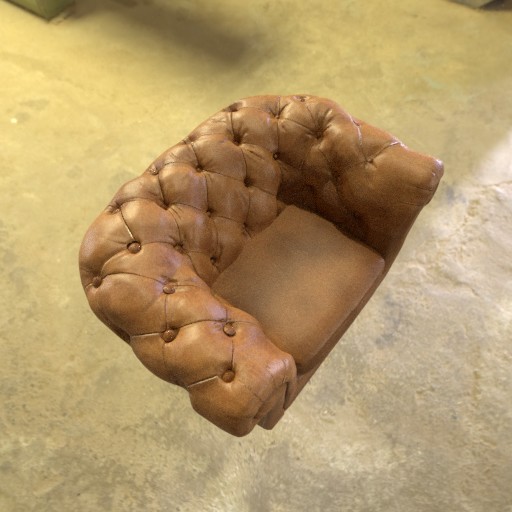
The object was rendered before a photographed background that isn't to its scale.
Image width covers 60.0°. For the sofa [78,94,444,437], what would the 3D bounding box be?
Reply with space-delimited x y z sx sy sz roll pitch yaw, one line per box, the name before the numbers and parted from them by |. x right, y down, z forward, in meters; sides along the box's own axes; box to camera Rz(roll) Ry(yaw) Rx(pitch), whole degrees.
sofa | 0.000 0.000 2.025 1.033 0.878 1.405 35 64 19
